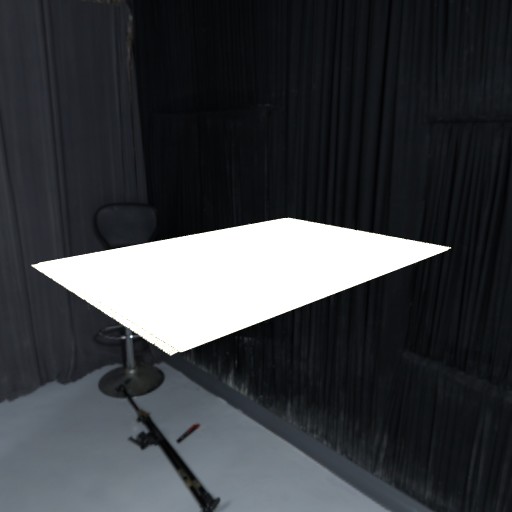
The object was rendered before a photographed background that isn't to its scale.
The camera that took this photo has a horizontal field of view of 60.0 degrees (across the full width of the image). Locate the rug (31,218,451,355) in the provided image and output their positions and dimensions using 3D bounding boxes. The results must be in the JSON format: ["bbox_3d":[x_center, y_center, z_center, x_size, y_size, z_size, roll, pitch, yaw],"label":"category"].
[{"bbox_3d":[0.000,0.000,2.825,2.233,0.011,1.514,-14,21,-41],"label":"rug"}]
